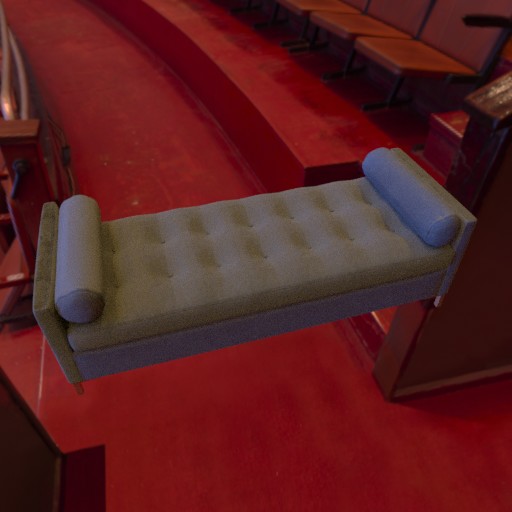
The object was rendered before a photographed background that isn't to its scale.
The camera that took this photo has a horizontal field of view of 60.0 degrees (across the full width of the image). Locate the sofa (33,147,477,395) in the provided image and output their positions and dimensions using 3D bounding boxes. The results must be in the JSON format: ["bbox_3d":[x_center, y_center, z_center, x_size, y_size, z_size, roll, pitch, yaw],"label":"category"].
[{"bbox_3d":[0.000,0.000,2.435,2.102,0.705,0.796,-11,43,-12],"label":"sofa"}]
